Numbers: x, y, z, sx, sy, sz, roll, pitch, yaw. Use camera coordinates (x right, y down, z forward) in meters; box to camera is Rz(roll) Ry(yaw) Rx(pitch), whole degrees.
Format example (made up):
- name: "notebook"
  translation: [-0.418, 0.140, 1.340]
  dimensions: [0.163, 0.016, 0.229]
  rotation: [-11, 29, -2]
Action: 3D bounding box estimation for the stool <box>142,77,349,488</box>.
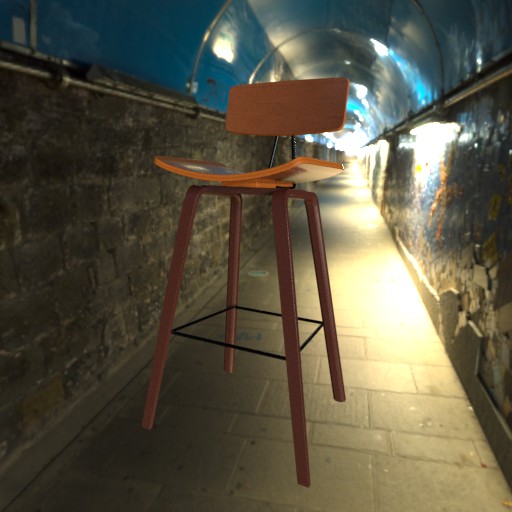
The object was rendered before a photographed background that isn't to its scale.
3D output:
- name: "stool"
  translation: [0.000, 0.000, 1.230]
  dimensions: [0.509, 0.969, 0.440]
  rotation: [7, 15, 27]
